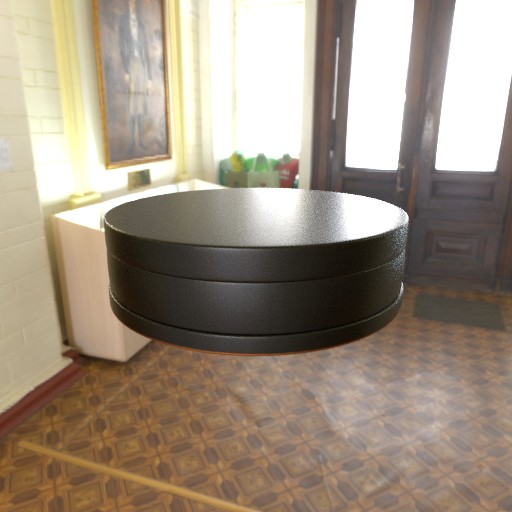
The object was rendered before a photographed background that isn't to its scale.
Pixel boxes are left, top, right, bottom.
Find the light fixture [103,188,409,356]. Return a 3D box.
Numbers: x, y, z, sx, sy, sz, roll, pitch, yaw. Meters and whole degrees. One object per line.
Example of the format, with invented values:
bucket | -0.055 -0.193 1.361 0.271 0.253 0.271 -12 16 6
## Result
light fixture | 0.000 0.000 0.442 0.283 0.097 0.283 0 17 0
